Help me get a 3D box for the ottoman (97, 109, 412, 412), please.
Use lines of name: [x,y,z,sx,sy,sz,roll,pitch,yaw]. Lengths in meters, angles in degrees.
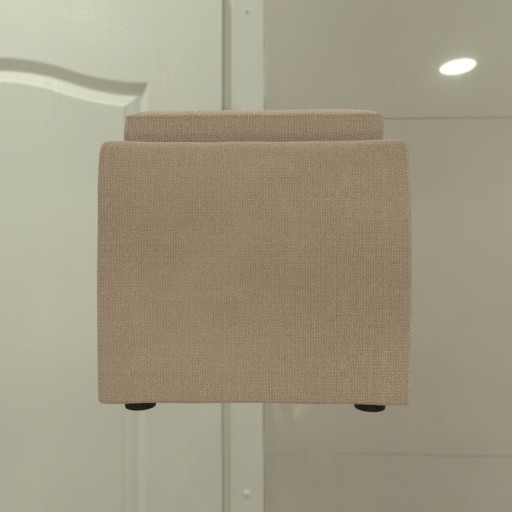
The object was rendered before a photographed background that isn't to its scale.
ottoman: [0.000,0.000,0.832,0.451,0.460,0.450,0,-2,1]
